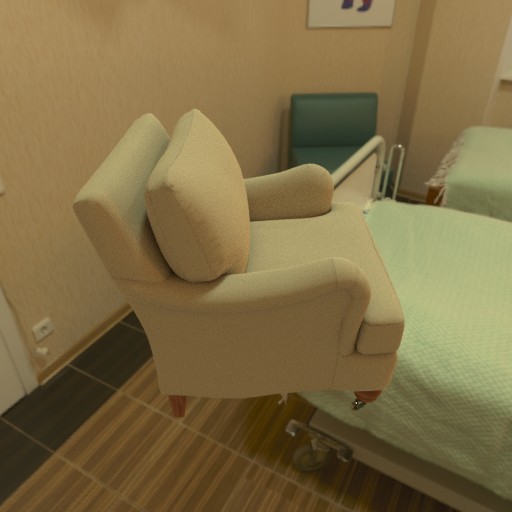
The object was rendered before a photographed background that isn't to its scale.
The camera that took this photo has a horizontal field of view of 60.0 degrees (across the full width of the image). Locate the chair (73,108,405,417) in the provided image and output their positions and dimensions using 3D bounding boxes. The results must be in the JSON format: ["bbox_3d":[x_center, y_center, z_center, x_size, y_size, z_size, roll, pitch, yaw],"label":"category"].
[{"bbox_3d":[0.000,0.000,1.878,1.070,1.038,0.955,0,33,0],"label":"chair"}]
